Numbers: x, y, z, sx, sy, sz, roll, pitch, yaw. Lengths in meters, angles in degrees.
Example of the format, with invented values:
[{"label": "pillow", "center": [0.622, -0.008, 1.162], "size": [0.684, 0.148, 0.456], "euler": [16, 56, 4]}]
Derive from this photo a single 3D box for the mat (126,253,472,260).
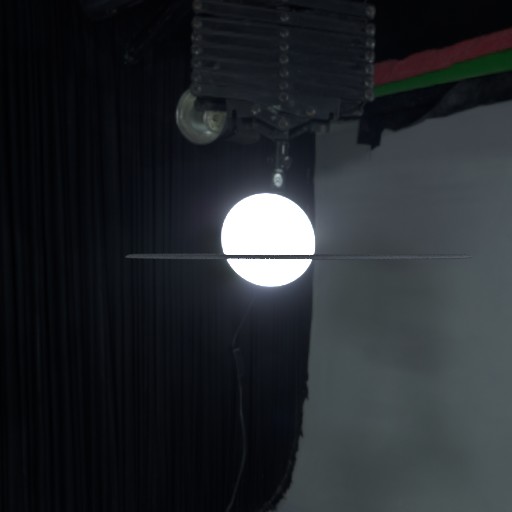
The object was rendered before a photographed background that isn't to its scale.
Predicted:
[{"label": "mat", "center": [0.000, 0.000, 1.862], "size": [1.525, 0.016, 0.917], "euler": [0, 1, 35]}]
